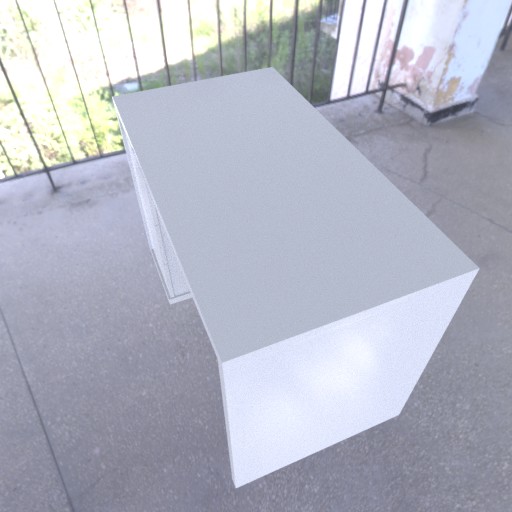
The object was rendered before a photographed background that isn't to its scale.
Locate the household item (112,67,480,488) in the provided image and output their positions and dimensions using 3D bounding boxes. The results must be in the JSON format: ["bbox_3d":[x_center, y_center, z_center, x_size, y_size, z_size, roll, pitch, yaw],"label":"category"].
[{"bbox_3d":[0.000,0.000,1.507,0.597,0.749,1.100,-17,49,-15],"label":"household item"}]
